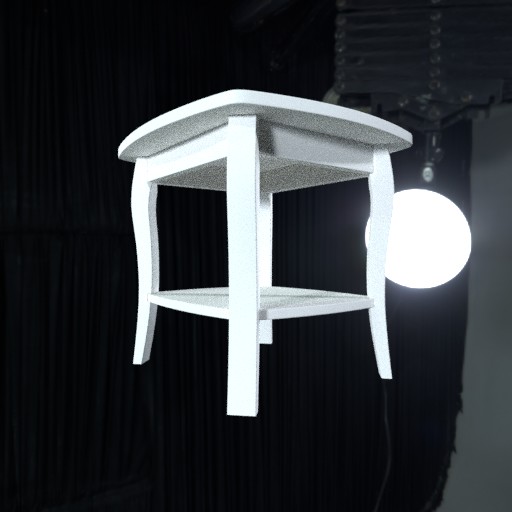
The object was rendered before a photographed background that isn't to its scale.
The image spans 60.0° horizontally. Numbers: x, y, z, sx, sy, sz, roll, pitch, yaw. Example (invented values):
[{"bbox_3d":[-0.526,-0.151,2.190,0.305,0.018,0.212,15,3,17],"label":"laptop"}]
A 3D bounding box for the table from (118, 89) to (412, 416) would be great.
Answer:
[{"bbox_3d":[0.000,0.000,0.862,0.451,0.438,0.502,0,1,-37],"label":"table"}]
